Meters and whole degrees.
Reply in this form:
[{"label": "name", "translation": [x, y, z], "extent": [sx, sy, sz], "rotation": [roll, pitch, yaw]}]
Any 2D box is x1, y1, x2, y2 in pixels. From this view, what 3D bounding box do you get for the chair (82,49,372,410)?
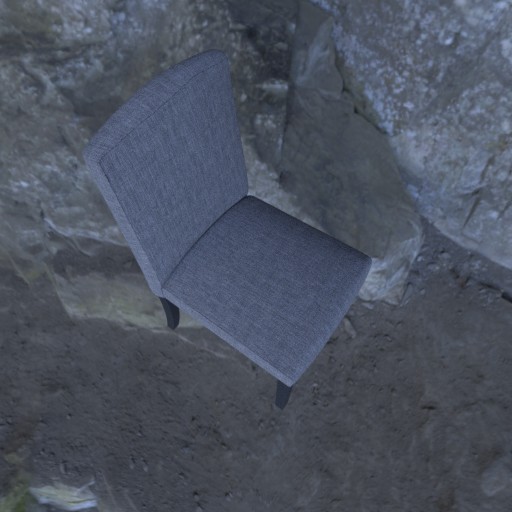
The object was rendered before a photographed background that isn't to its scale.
[{"label": "chair", "translation": [0.000, 0.000, 1.266], "extent": [0.580, 0.917, 0.451], "rotation": [31, 63, 18]}]
